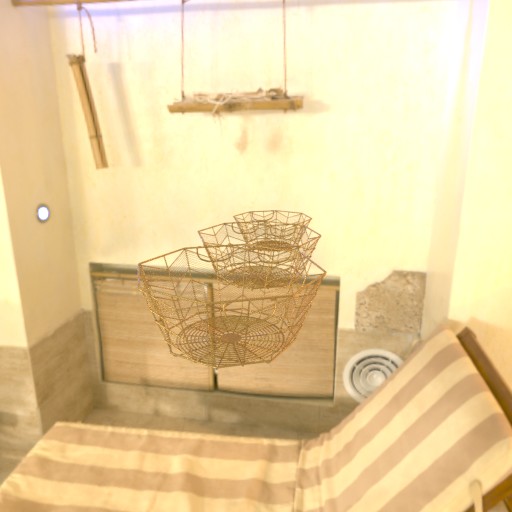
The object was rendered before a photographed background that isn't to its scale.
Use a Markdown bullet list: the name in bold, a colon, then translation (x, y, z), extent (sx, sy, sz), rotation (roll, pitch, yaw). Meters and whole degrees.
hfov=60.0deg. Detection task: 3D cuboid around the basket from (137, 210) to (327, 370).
- **basket**: translation (0.000, 0.000, 1.407), extent (0.432, 0.178, 1.245), rotation (2, 16, 8)
